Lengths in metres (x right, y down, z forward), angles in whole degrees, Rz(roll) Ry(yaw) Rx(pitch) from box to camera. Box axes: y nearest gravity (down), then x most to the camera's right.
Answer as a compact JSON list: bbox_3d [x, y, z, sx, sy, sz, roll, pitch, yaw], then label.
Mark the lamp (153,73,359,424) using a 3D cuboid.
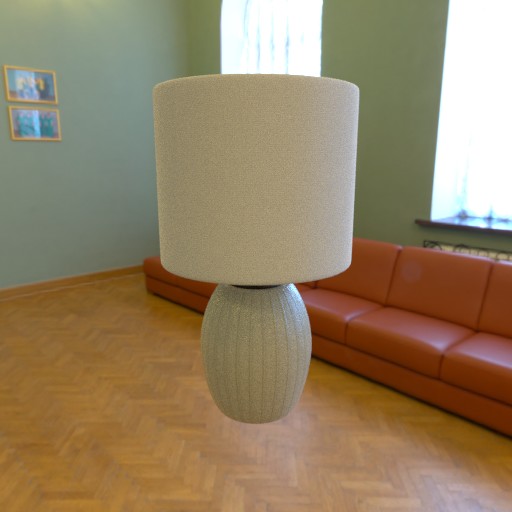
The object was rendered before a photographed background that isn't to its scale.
[{"bbox_3d":[0.000,0.000,0.781,0.329,0.570,0.329,-12,18,-43],"label":"lamp"}]
